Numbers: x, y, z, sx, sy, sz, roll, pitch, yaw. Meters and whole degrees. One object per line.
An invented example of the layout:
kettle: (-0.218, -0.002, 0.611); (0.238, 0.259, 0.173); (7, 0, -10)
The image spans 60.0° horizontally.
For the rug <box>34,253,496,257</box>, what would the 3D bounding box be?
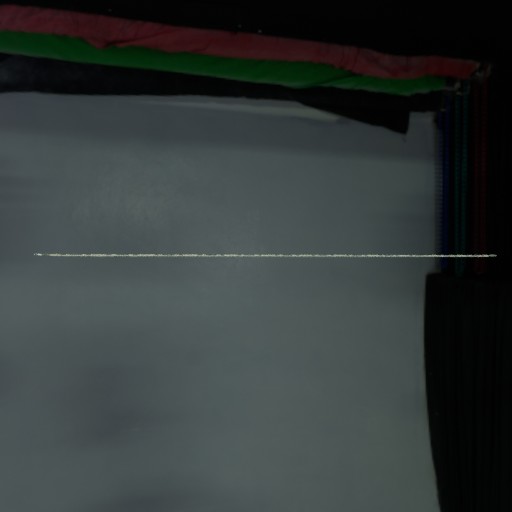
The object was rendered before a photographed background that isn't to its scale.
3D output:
rug: (0.000, 0.000, 2.896); (2.410, 0.011, 1.539); (0, 0, -18)
